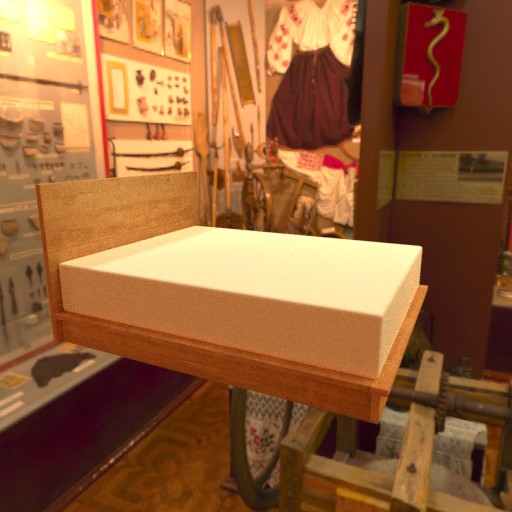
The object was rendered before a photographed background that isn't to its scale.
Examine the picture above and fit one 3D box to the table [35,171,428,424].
[{"bbox_3d":[0.000,0.000,3.095,2.149,1.041,1.707,7,15,25],"label":"table"}]
